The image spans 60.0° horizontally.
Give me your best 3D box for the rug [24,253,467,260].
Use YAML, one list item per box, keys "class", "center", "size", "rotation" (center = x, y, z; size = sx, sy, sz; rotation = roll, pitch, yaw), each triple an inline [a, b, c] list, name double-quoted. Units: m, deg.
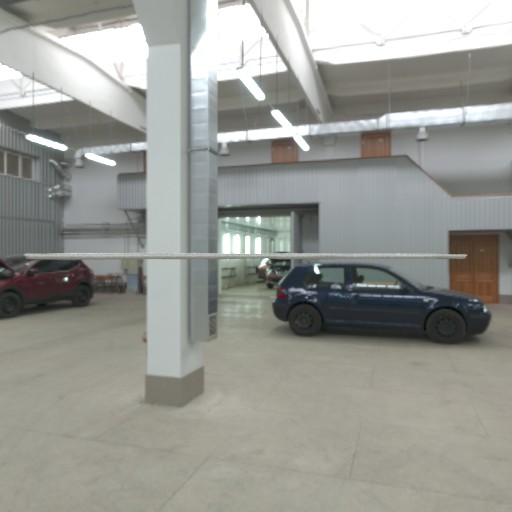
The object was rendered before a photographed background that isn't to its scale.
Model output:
- class: "rug"
  center: [0.000, 0.000, 2.682]
  size: [2.381, 0.035, 0.832]
  rotation: [0, 0, -17]
